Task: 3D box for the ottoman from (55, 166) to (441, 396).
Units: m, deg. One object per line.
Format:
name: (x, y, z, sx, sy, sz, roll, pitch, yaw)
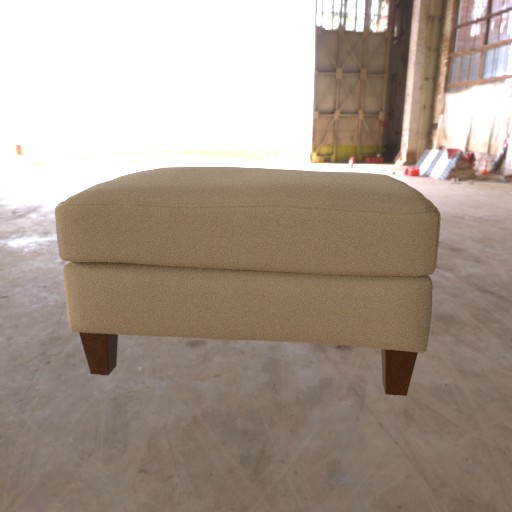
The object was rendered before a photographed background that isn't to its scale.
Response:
ottoman: (0.000, 0.000, 1.230, 0.818, 0.485, 0.634, 2, 16, 7)
